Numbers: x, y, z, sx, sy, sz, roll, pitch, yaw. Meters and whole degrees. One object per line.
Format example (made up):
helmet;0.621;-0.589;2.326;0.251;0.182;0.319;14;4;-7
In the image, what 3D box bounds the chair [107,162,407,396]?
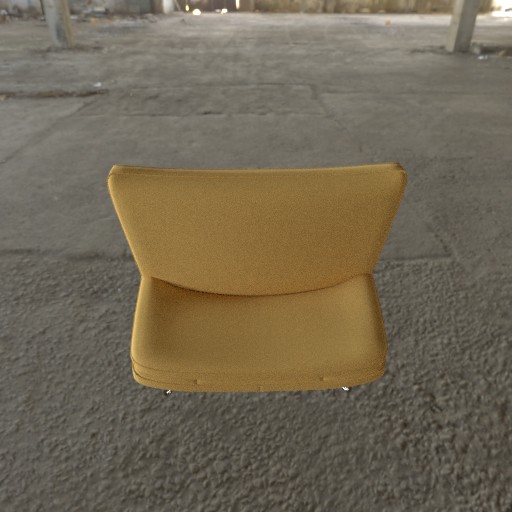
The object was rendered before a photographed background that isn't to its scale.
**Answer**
chair;0.000;0.000;1.654;0.859;0.855;1.008;-1;31;-1
